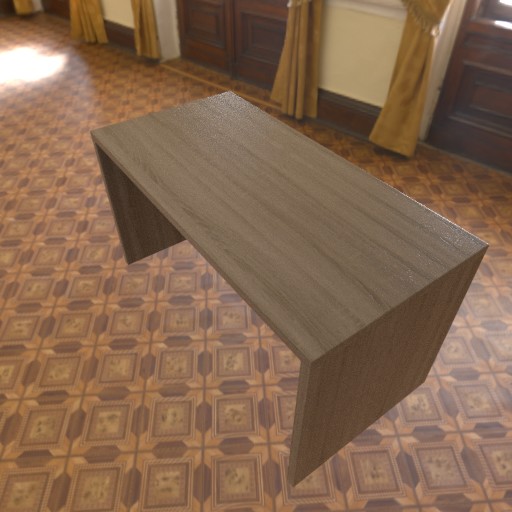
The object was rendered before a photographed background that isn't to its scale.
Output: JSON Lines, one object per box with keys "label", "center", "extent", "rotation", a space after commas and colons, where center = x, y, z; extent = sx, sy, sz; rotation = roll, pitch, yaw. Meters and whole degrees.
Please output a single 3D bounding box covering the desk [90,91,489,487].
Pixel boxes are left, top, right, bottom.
{"label": "desk", "center": [0.000, 0.000, 1.812], "extent": [0.690, 0.745, 1.380], "rotation": [-26, 49, -26]}
